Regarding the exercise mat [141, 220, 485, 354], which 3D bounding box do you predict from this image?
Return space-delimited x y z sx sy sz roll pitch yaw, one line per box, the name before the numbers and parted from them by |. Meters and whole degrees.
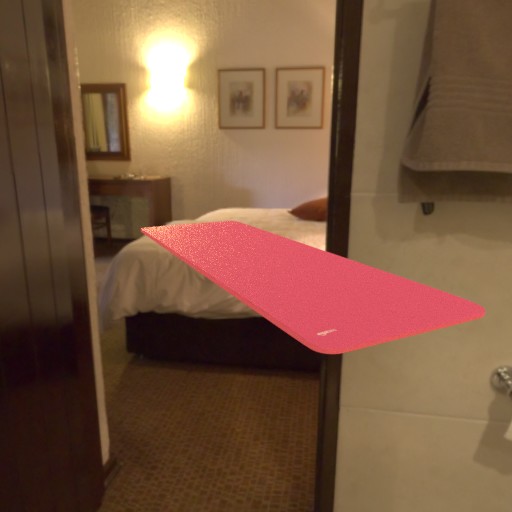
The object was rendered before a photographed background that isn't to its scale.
exercise mat | 0.000 0.000 1.992 0.616 0.021 1.884 -7 16 -27
